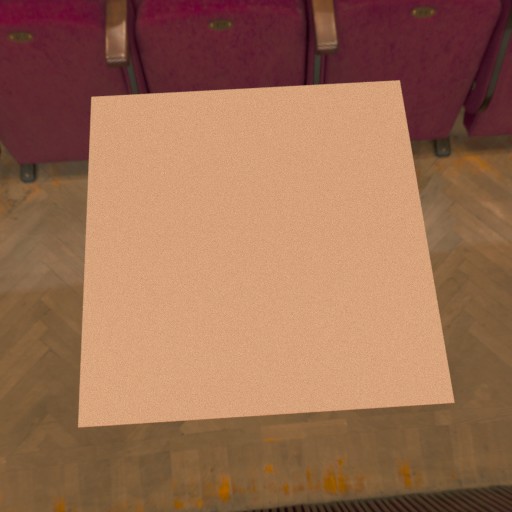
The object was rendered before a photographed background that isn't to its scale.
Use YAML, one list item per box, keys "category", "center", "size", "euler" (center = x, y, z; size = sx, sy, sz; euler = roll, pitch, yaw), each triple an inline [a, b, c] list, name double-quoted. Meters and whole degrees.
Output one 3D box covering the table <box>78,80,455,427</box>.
- category: "table"
  center: [0.000, 0.000, 1.023]
  size: [0.670, 0.305, 0.670]
  euler: [-3, 75, -1]
